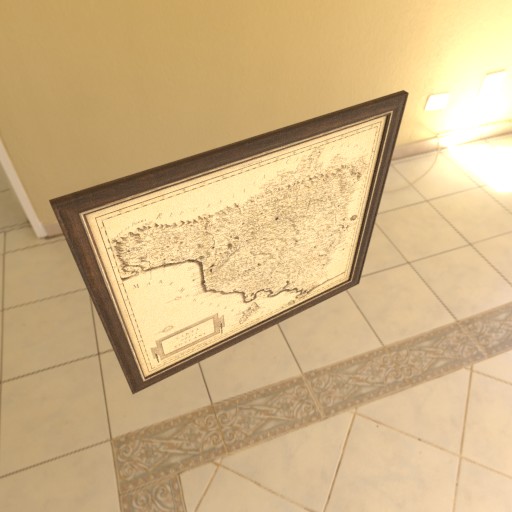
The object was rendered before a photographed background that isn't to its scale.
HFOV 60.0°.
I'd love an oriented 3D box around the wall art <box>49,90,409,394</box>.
[{"bbox_3d":[0.000,0.000,1.457,1.033,0.875,0.023,-23,50,-20],"label":"wall art"}]
